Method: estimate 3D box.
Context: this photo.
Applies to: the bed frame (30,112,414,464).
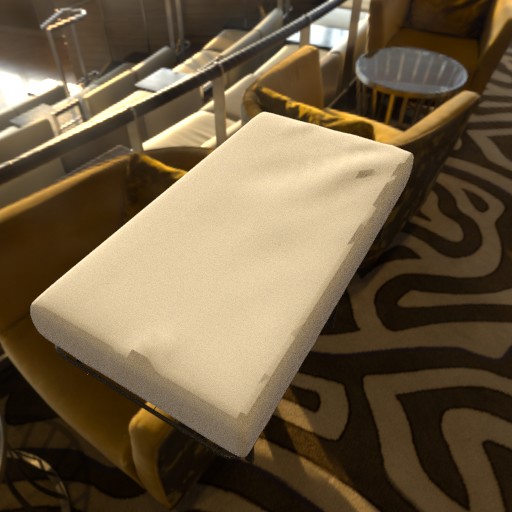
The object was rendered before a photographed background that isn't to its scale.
[{"bbox_3d":[0.000,0.000,2.326,1.025,0.640,1.908,23,49,21],"label":"bed frame"}]
